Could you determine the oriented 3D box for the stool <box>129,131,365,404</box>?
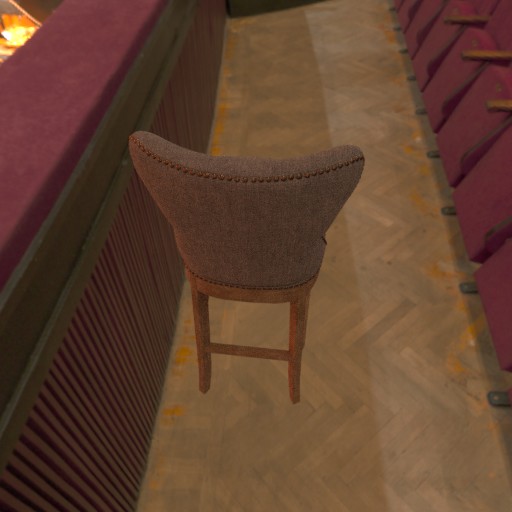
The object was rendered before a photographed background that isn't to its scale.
[{"bbox_3d":[0.000,0.000,1.439,0.494,1.123,0.606,5,47,5],"label":"stool"}]
